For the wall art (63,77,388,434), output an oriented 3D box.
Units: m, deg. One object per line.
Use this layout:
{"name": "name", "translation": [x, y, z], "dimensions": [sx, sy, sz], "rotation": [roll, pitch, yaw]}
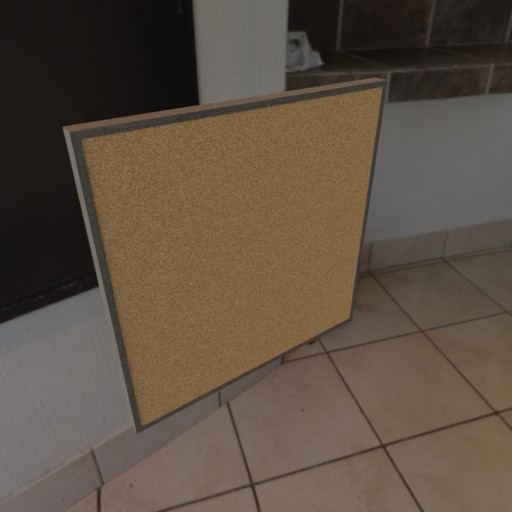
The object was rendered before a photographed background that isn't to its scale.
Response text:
{"name": "wall art", "translation": [0.000, 0.000, 1.108], "dimensions": [0.758, 0.758, 0.039], "rotation": [-20, 37, -29]}
